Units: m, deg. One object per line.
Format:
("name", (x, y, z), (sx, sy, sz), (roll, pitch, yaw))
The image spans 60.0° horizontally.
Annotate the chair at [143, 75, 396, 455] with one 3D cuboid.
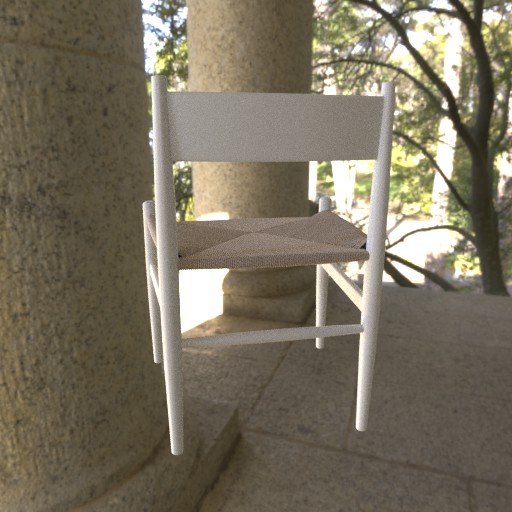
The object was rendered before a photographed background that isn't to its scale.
("chair", (0.000, 0.000, 1.097), (0.556, 0.762, 0.495), (-3, 14, -11))
